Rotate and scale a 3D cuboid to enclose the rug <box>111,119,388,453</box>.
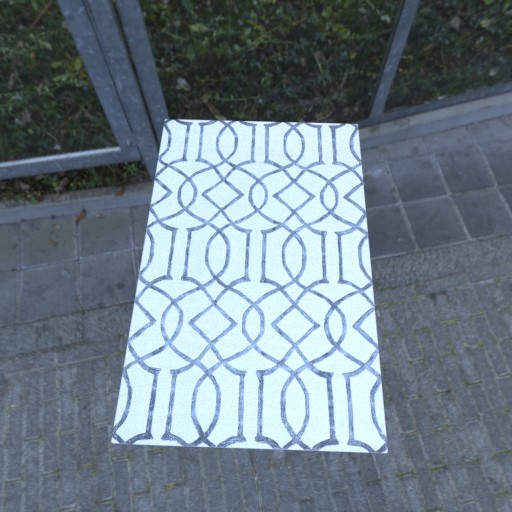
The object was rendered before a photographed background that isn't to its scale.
[{"bbox_3d":[0.000,0.000,2.960,1.521,0.017,2.365,2,63,1],"label":"rug"}]
